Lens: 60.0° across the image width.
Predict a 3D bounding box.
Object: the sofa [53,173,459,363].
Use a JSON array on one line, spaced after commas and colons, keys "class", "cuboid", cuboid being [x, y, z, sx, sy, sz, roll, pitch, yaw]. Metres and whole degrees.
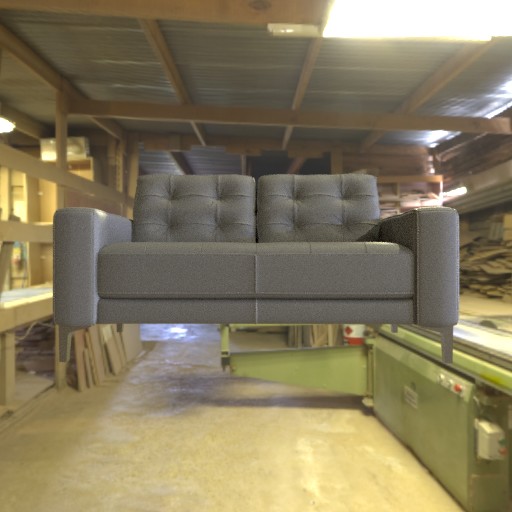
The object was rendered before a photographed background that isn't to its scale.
[{"class": "sofa", "cuboid": [0.000, 0.000, 2.237, 1.726, 0.893, 0.833, 0, 0, 1]}]
